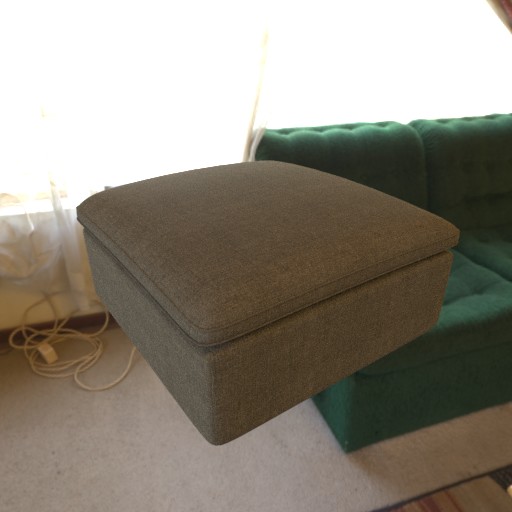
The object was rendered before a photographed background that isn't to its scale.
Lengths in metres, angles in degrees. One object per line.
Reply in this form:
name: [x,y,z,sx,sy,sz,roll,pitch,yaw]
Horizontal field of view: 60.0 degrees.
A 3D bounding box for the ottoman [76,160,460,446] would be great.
ottoman: [0.000,0.000,1.732,1.067,0.559,1.067,-17,31,-31]
